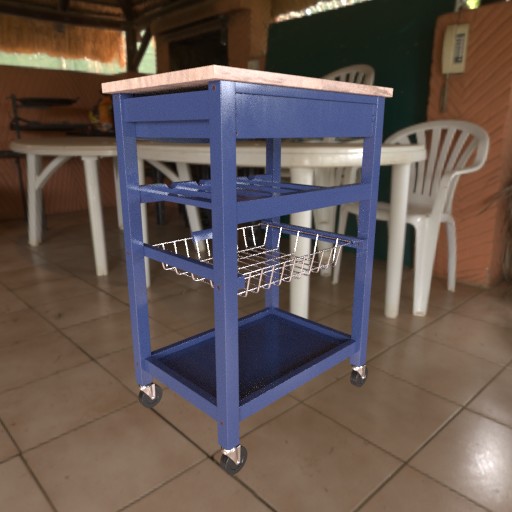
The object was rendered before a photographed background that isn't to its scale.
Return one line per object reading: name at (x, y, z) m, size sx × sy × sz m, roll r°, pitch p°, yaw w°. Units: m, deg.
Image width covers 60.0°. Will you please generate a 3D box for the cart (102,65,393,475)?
cart at (0.000, 0.000, 1.167) m, size 0.584 × 0.839 × 0.403 m, roll -15°, pitch 21°, yaw -42°
